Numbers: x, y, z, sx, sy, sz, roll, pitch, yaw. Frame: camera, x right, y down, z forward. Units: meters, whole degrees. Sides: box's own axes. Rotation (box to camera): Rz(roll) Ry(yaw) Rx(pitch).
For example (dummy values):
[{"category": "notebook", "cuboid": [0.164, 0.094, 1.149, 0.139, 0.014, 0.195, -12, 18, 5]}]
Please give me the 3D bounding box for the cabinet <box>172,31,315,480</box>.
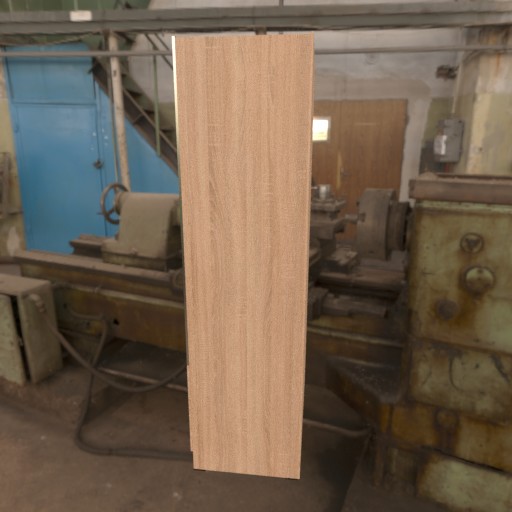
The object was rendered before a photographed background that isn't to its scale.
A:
[{"category": "cabinet", "cuboid": [0.000, 0.000, 2.534, 0.590, 2.121, 1.001, 2, 16, 7]}]
